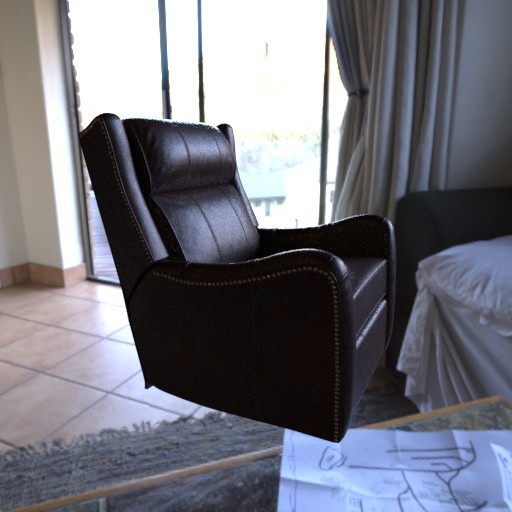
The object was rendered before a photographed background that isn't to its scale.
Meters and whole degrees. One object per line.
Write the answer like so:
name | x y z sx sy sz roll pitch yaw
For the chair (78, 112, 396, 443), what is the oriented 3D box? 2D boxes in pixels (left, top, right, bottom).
chair | 0.000 0.000 1.797 1.008 1.084 0.869 7 15 26
